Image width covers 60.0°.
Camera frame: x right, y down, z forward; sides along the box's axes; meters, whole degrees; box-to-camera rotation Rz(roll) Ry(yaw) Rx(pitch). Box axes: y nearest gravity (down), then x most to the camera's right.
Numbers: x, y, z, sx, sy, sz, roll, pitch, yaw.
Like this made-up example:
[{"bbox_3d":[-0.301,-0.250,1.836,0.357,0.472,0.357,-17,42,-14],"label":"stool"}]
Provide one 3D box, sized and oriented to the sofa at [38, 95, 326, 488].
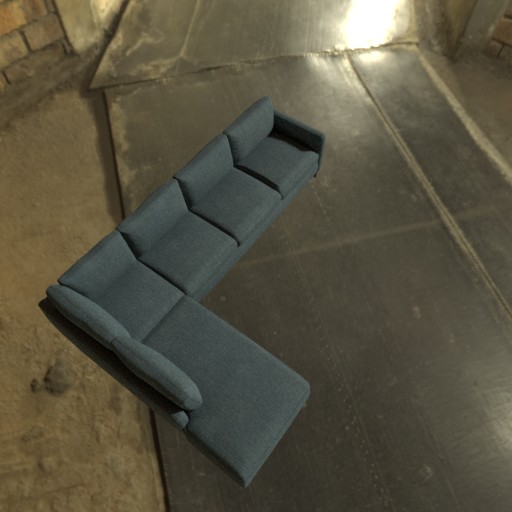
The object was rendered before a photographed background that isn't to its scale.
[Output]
[{"bbox_3d":[0.000,0.000,3.822,2.007,0.815,2.949,32,63,19],"label":"sofa"}]
